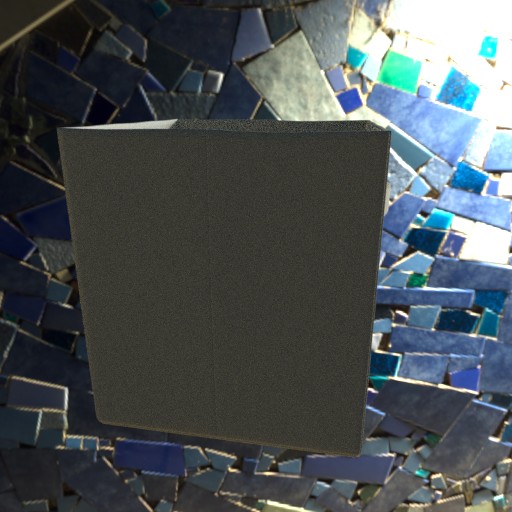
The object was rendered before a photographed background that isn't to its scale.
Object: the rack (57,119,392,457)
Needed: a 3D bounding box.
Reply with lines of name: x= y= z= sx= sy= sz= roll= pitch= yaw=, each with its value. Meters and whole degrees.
rack: x=0.000 y=0.000 z=0.487 sx=0.270 sy=0.280 sz=0.270 roll=3 pitch=19 yaw=10
